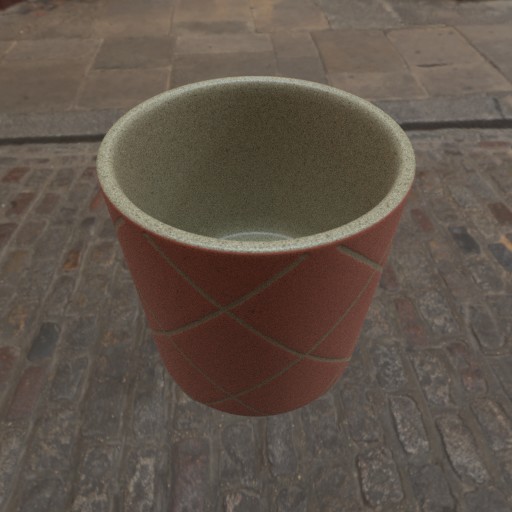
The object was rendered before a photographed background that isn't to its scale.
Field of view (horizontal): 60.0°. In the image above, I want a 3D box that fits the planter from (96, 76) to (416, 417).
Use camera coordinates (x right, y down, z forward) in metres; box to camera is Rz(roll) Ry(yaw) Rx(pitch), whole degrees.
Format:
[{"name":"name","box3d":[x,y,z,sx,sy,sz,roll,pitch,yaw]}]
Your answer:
[{"name":"planter","box3d":[0.000,0.000,0.342,0.191,0.200,0.191,0,46,0]}]
